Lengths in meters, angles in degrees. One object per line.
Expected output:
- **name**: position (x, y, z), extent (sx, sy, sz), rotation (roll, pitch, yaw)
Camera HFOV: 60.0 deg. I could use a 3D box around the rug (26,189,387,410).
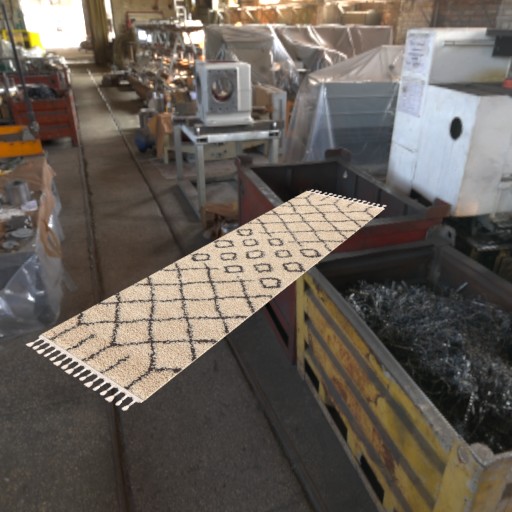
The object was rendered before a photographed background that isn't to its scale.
- **rug**: position (0.000, 0.000, 2.603), extent (0.660, 0.005, 2.464), rotation (18, 33, 31)
